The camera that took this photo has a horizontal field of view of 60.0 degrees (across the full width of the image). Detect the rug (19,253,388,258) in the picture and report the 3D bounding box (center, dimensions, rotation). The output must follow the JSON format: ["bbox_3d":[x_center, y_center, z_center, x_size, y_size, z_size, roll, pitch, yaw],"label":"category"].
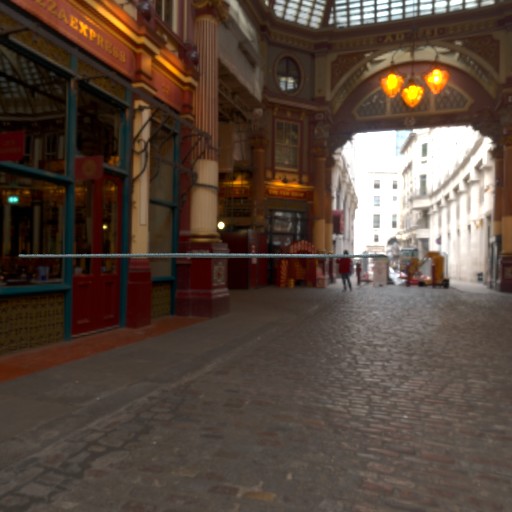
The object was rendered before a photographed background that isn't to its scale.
[{"bbox_3d":[0.000,0.000,2.900,1.611,0.026,2.260,0,0,18],"label":"rug"}]
